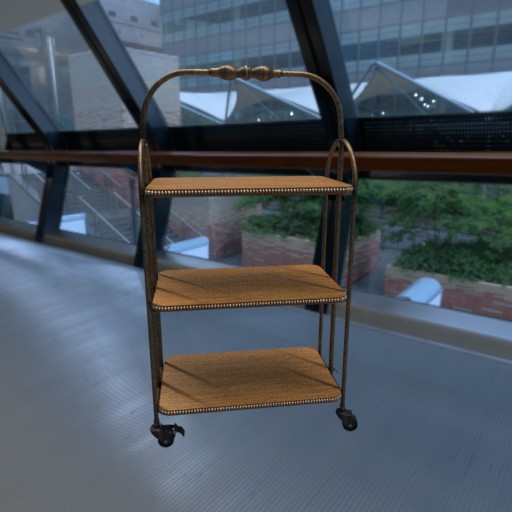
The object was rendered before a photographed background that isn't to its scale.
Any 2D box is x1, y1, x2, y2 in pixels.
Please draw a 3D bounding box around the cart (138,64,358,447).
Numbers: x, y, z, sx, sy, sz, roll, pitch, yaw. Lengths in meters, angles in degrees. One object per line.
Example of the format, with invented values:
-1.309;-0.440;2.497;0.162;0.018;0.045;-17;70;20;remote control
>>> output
0.000;0.000;1.317;0.650;1.052;0.330;-2;15;-8;cart
